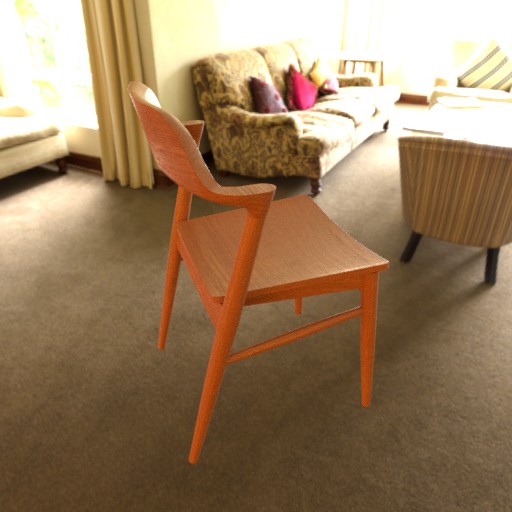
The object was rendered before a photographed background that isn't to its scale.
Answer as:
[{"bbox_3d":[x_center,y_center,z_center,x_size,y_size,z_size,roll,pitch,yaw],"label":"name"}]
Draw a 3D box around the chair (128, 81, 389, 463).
[{"bbox_3d":[0.000,0.000,1.090,0.499,0.801,0.496,-11,33,-18],"label":"chair"}]
